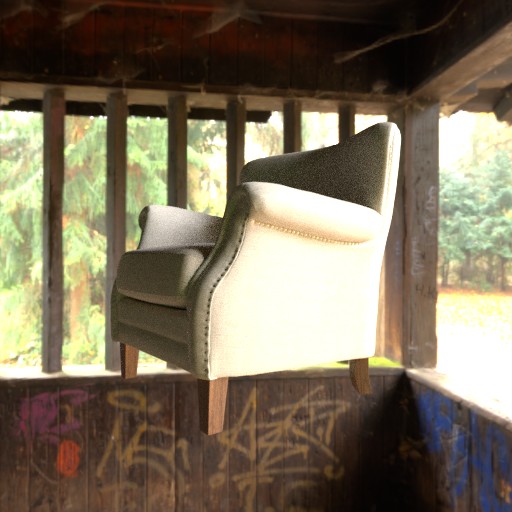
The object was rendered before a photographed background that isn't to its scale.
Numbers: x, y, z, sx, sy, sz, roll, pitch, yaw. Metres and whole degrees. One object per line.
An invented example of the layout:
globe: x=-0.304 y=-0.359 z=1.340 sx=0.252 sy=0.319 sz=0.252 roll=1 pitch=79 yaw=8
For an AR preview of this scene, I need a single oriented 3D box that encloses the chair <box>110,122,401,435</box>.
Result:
chair: x=0.000 y=0.000 z=1.653 sx=0.921 sy=0.936 sz=0.861 roll=0 pitch=0 yaw=-37
